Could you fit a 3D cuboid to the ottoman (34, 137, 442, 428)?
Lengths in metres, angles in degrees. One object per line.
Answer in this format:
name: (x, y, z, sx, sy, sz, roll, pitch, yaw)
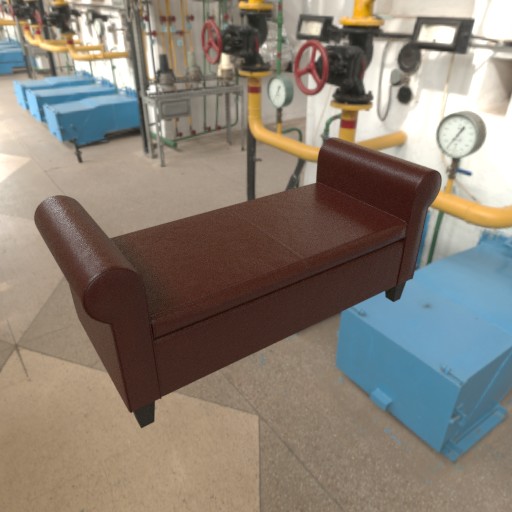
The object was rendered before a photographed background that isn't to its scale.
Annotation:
ottoman: (0.000, 0.000, 1.551, 1.256, 0.547, 0.521, -19, 35, -29)
